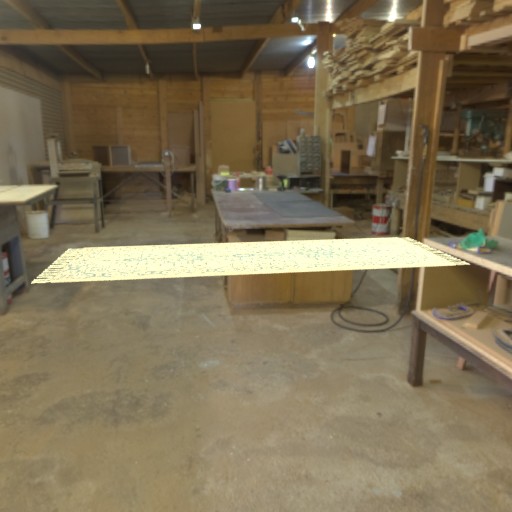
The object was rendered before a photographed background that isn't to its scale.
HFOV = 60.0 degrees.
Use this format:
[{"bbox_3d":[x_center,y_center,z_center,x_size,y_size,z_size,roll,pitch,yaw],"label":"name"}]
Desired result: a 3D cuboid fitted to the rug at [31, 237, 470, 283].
[{"bbox_3d":[0.000,0.000,2.804,2.449,0.011,0.774,-2,15,-8],"label":"rug"}]
